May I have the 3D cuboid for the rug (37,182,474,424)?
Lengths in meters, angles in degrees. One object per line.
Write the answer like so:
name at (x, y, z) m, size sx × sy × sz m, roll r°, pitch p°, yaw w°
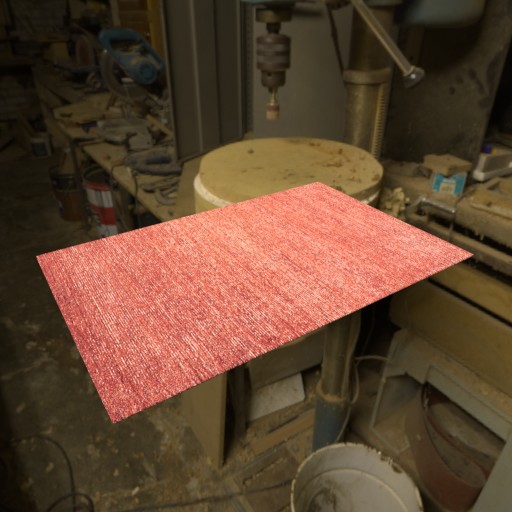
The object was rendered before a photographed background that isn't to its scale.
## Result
rug at (0.000, 0.000, 2.108) m, size 1.747 × 0.011 × 1.139 m, roll -19°, pitch 36°, yaw -28°
